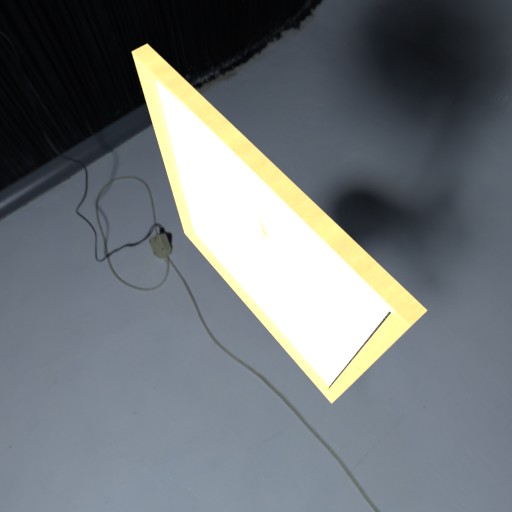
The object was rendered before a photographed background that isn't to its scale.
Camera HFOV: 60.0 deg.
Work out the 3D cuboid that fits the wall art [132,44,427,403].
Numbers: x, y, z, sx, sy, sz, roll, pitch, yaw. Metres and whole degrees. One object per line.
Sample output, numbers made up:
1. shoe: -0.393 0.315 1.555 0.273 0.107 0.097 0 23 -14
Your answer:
1. wall art: 0.000 0.000 2.873 0.097 1.936 1.935 -36 69 -17
